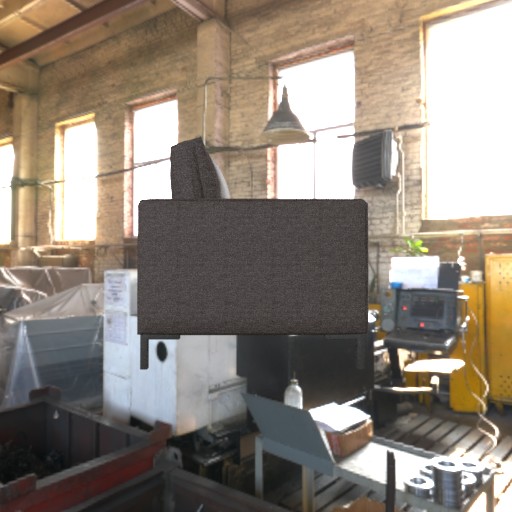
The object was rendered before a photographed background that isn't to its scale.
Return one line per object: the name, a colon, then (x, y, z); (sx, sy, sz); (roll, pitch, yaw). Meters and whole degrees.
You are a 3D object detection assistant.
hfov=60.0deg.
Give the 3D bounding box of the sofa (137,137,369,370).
sofa: (0.000, 0.000, 2.720); (0.876, 0.882, 2.253); (0, -1, 0)
